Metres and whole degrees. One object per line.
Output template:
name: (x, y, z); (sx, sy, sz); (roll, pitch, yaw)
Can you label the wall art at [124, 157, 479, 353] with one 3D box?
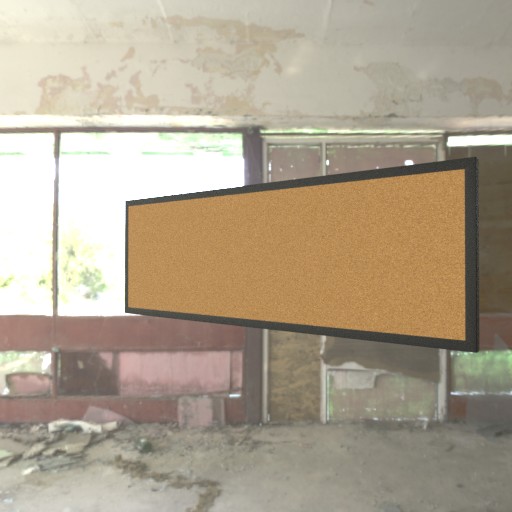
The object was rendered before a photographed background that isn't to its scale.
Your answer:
wall art: (0.000, 0.000, 1.731); (1.572, 0.554, 0.041); (0, -1, 36)
